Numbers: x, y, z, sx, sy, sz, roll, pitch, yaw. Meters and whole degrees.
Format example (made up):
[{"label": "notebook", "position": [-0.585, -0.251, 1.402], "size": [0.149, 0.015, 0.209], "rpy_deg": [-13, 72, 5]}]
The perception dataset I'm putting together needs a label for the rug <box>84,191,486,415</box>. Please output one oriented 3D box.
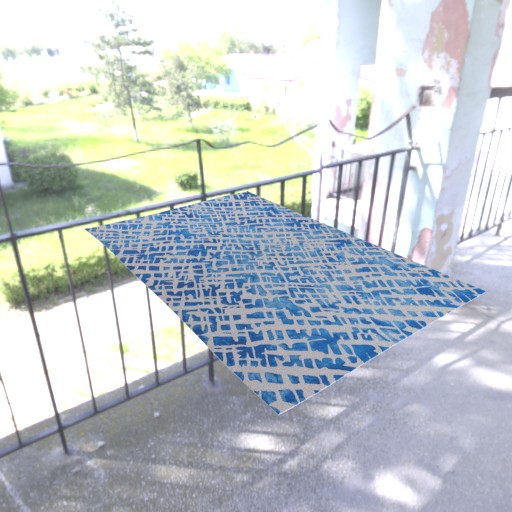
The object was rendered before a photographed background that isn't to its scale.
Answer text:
[{"label": "rug", "position": [0.000, 0.000, 2.322], "size": [1.209, 0.011, 1.830], "rpy_deg": [-18, 32, -33]}]
